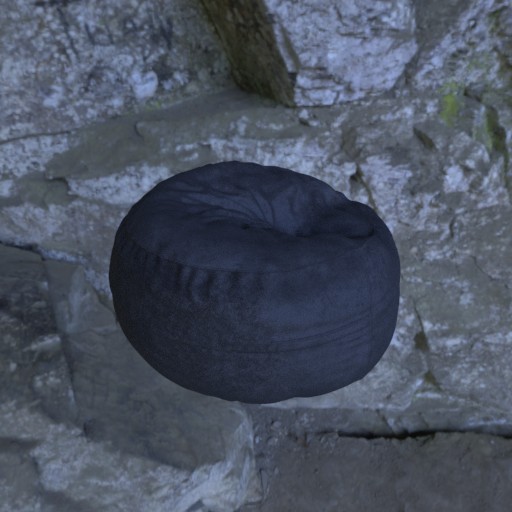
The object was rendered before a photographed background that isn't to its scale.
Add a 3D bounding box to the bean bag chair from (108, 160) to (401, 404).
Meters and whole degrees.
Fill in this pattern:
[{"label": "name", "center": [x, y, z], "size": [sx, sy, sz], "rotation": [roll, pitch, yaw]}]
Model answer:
[{"label": "bean bag chair", "center": [0.000, 0.000, 2.378], "size": [1.525, 0.751, 1.525], "rotation": [0, 30, 0]}]
